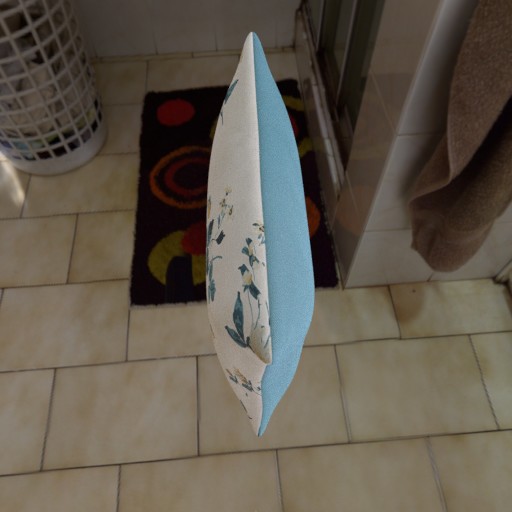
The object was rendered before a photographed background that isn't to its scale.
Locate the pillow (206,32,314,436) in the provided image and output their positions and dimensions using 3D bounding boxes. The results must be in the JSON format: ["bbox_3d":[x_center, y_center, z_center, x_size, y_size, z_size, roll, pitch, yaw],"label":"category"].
[{"bbox_3d":[0.000,0.000,0.779,0.166,0.507,0.526,-2,60,-1],"label":"pillow"}]
